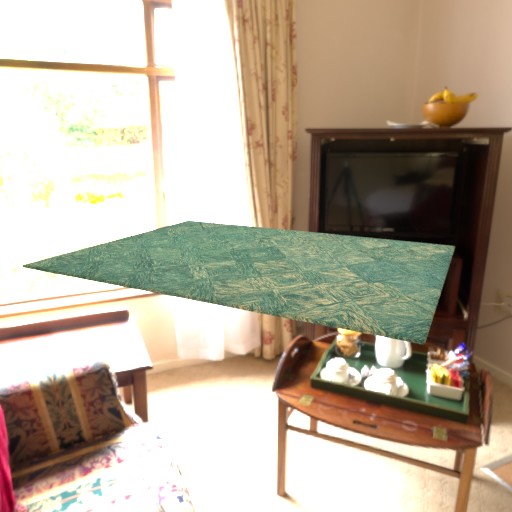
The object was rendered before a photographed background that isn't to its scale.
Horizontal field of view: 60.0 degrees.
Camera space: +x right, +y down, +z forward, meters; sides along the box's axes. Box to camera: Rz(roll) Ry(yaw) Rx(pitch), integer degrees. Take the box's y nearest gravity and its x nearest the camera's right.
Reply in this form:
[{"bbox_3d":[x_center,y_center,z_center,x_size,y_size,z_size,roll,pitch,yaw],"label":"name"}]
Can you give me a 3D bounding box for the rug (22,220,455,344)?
[{"bbox_3d":[0.000,0.000,4.075,3.217,0.027,2.405,7,16,26],"label":"rug"}]
